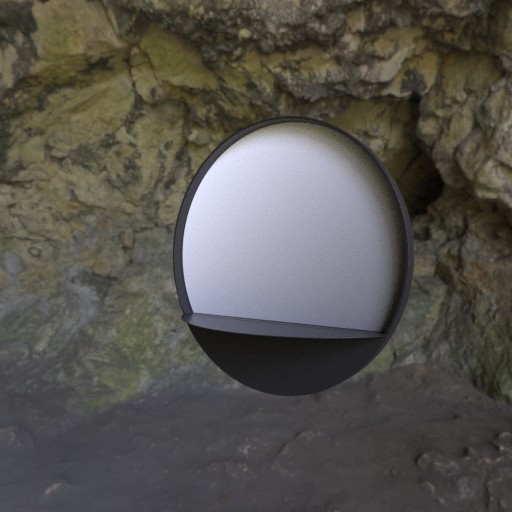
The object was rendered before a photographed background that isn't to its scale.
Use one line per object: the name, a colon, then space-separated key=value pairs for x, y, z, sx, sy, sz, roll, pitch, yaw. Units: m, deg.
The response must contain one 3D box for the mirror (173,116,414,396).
mirror: x=0.000 y=0.000 z=0.705 sx=0.457 sy=0.457 sz=0.133 roll=0 pitch=0 yaw=36
